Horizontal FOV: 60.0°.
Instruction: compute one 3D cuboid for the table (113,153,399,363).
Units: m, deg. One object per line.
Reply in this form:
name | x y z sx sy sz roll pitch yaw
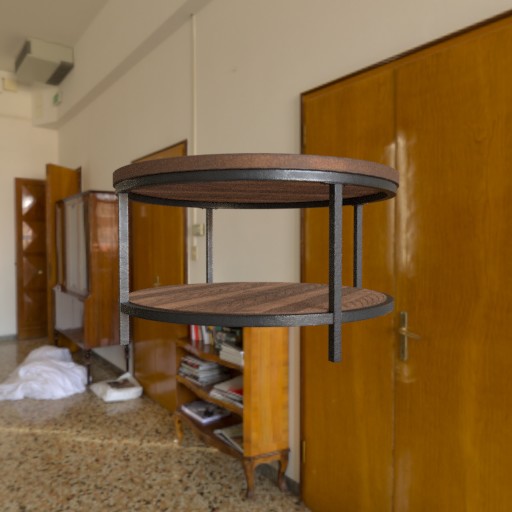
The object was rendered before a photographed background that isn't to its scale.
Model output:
table | 0.000 0.000 1.366 0.837 0.462 0.837 0 2 0
